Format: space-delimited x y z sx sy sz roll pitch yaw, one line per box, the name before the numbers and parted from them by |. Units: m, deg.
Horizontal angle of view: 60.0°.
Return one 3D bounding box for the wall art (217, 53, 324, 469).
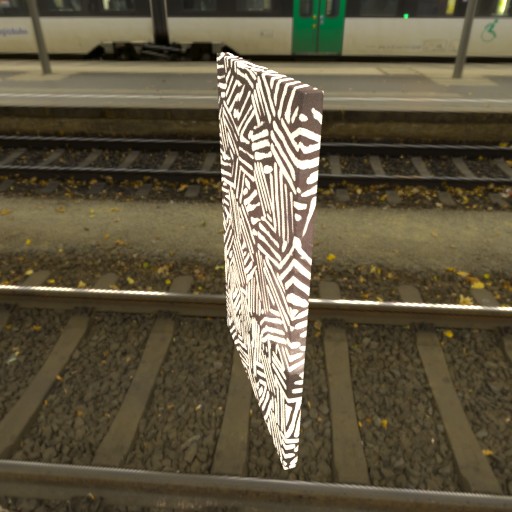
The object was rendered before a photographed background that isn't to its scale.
wall art | 0.000 0.000 1.161 0.035 0.918 0.615 -9 31 -15
